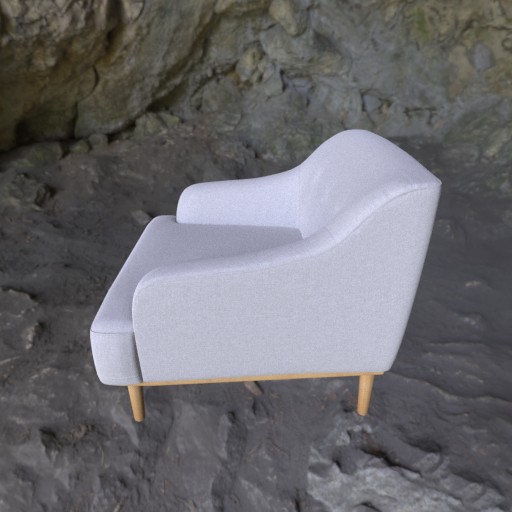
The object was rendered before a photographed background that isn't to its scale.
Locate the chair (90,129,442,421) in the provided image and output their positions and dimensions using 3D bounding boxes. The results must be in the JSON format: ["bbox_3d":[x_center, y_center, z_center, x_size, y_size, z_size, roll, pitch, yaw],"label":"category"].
[{"bbox_3d":[0.000,0.000,1.626,0.951,0.818,0.946,0,25,0],"label":"chair"}]
